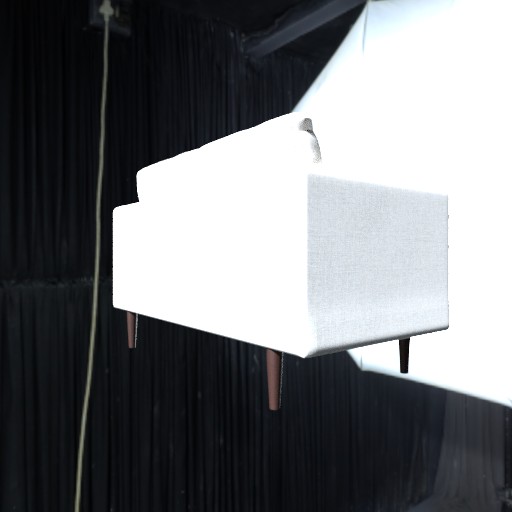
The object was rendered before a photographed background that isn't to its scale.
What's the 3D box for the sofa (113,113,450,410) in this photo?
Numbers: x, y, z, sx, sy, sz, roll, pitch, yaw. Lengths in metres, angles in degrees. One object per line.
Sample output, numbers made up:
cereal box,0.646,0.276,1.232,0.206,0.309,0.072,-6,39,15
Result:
sofa,0.000,0.000,1.979,0.796,0.908,1.430,0,0,-37
